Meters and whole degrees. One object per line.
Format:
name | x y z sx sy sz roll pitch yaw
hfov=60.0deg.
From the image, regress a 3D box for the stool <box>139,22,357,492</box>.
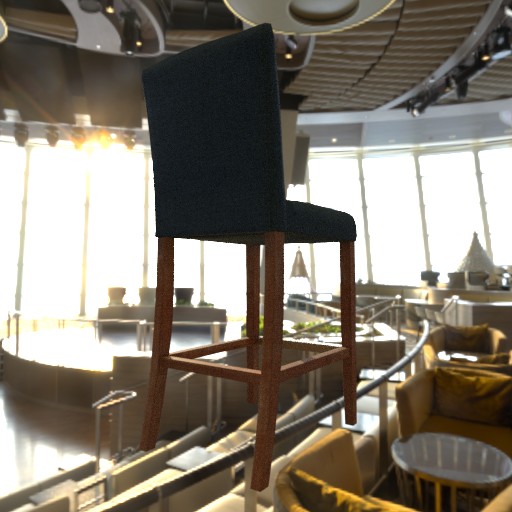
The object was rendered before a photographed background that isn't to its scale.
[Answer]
stool | 0.000 0.000 1.358 0.454 1.088 0.574 -1 -2 35
